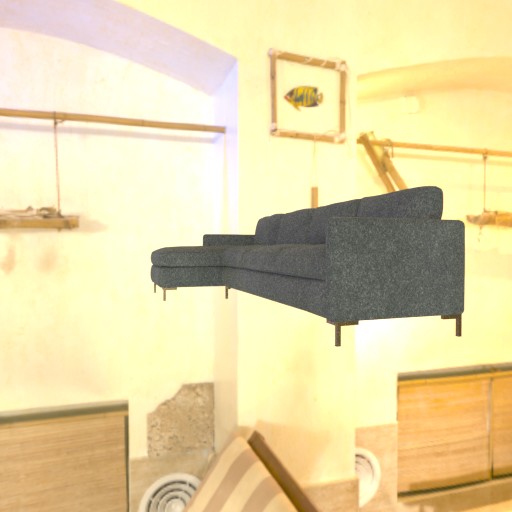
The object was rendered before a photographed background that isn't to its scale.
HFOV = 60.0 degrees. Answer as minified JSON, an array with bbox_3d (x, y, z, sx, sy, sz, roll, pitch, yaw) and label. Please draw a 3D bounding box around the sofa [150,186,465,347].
[{"bbox_3d":[0.000,0.000,3.465,1.350,0.810,2.932,0,1,-19],"label":"sofa"}]
